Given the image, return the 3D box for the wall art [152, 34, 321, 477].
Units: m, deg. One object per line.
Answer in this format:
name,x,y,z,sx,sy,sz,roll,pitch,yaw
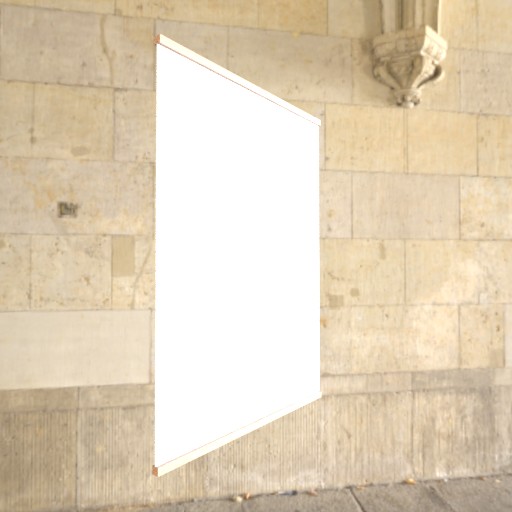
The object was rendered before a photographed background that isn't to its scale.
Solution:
wall art,0.000,0.000,0.795,0.012,0.608,0.459,-1,-2,37
